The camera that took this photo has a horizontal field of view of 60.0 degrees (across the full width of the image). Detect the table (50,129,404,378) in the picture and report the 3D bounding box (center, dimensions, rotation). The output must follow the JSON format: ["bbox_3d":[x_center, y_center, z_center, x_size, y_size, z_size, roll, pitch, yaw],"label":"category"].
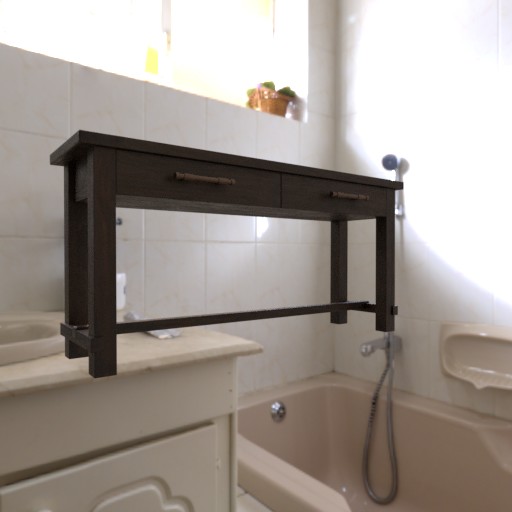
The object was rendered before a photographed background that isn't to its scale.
[{"bbox_3d":[0.000,0.000,1.957,1.599,0.762,0.442,0,0,-36],"label":"table"}]
